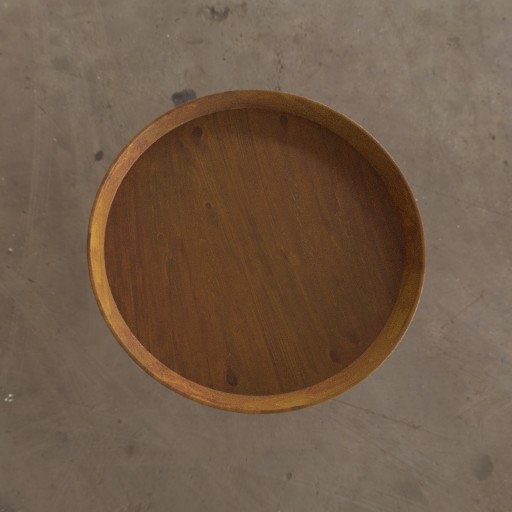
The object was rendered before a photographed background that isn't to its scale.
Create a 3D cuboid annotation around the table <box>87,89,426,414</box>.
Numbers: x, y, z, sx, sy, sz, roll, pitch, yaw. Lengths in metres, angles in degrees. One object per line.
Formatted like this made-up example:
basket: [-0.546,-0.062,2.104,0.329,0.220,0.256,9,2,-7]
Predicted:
table: [0.000,0.000,1.547,1.016,0.470,1.016,0,76,0]
